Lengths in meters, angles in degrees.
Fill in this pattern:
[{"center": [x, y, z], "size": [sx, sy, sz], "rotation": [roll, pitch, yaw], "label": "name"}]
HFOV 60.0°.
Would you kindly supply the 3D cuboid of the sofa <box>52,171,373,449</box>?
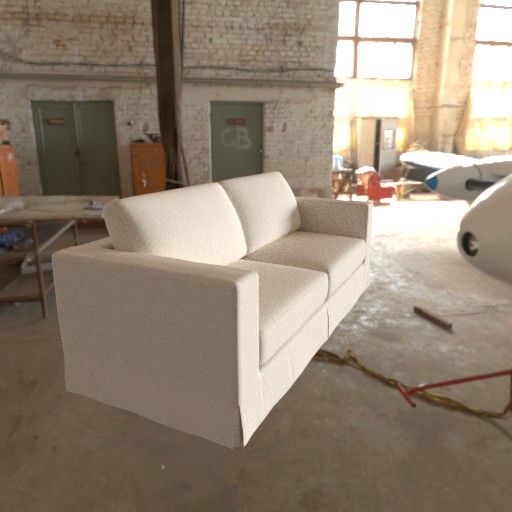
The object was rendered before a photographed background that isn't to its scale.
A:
[{"center": [0.000, 0.000, 2.690], "size": [0.954, 0.881, 2.163], "rotation": [8, 17, 26], "label": "sofa"}]
